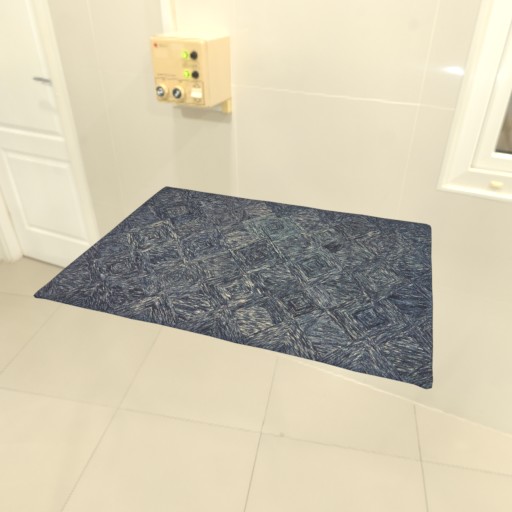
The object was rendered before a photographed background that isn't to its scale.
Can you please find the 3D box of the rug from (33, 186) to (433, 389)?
[{"bbox_3d":[0.000,0.000,4.291,3.245,0.024,2.385,10,34,15],"label":"rug"}]
